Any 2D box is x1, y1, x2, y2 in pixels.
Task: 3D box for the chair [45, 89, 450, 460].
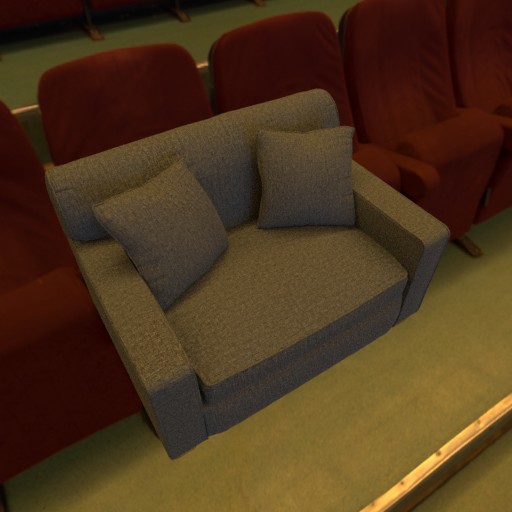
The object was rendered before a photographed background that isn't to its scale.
[{"bbox_3d":[0.000,0.000,1.989,1.383,0.948,1.000,-24,50,-22],"label":"chair"}]
